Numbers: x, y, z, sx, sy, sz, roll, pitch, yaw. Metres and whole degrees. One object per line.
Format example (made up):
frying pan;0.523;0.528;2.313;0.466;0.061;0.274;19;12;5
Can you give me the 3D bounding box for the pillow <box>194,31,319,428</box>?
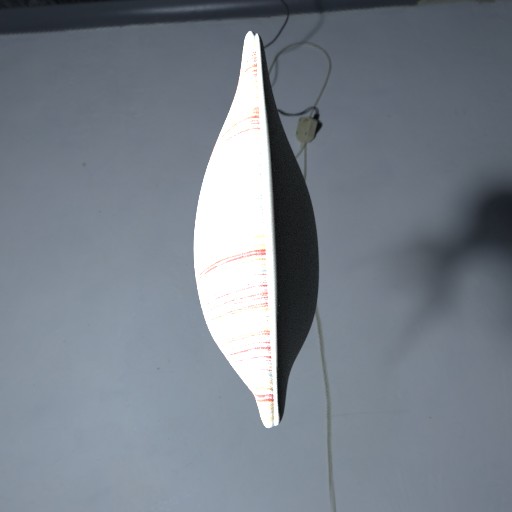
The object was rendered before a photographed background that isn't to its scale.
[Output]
pillow;0.000;0.000;0.693;0.191;0.449;0.451;-2;76;-1
